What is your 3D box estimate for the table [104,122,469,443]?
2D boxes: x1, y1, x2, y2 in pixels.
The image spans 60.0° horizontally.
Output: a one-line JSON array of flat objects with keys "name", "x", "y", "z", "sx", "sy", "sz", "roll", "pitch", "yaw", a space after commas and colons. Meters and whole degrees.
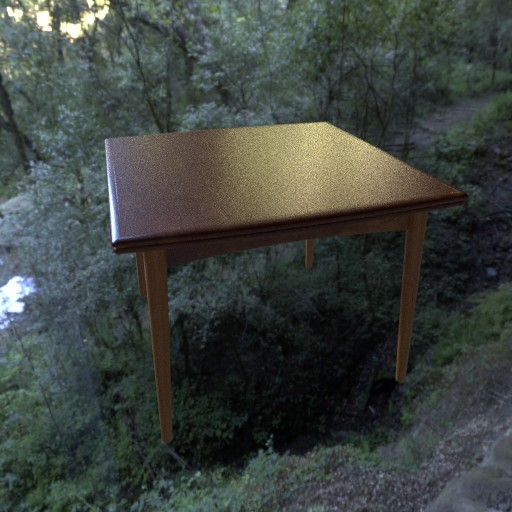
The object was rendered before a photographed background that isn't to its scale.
[{"name": "table", "x": 0.000, "y": 0.000, "z": 1.714, "sx": 0.991, "sy": 0.754, "sz": 0.991, "roll": -9, "pitch": 31, "yaw": -15}]
